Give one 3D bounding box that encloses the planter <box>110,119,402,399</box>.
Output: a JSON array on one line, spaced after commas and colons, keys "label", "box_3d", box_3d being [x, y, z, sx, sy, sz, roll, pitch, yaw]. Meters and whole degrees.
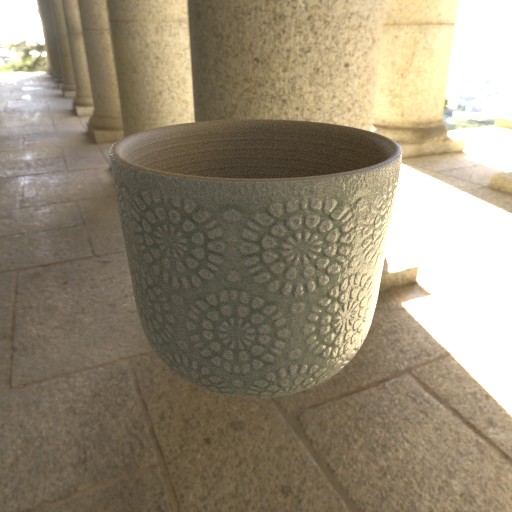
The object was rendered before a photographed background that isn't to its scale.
[{"label": "planter", "box_3d": [0.000, 0.000, 0.299, 0.169, 0.153, 0.169, 0, 26, 0]}]
